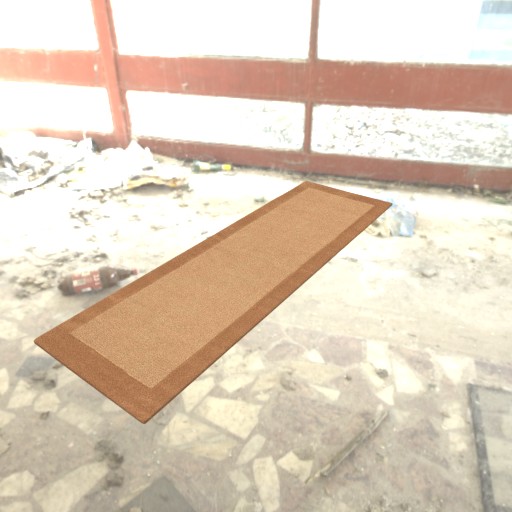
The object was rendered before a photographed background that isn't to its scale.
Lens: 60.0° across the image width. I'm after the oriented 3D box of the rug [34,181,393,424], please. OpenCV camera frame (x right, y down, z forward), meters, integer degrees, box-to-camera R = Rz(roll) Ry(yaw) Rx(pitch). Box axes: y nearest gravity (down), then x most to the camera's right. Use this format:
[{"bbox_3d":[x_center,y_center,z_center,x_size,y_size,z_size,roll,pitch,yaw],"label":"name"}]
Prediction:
[{"bbox_3d":[0.000,0.000,2.687,0.764,0.017,2.439,21,37,31],"label":"rug"}]
